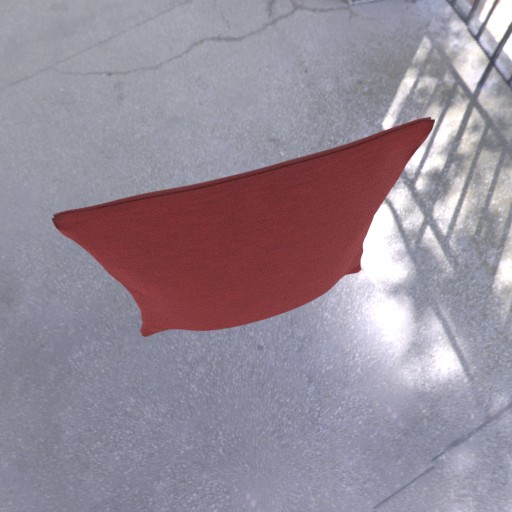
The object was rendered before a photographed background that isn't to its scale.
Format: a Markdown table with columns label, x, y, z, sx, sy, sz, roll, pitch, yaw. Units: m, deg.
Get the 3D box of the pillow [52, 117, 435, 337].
| label | x | y | z | sx | sy | sz | roll | pitch | yaw |
| --- | --- | --- | --- | --- | --- | --- | --- | --- | --- |
| pillow | 0.000 | 0.000 | 0.655 | 0.435 | 0.416 | 0.151 | -16 | 65 | -8 |
